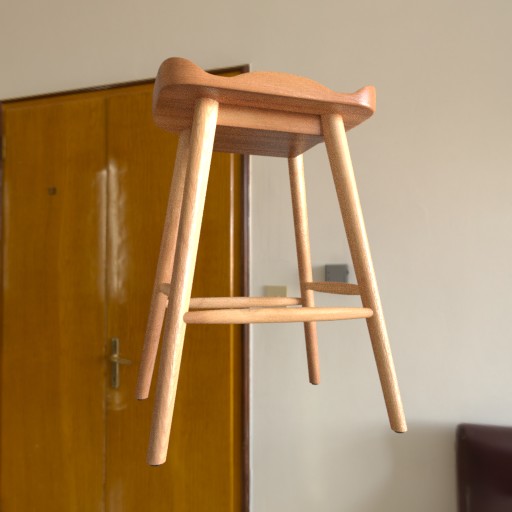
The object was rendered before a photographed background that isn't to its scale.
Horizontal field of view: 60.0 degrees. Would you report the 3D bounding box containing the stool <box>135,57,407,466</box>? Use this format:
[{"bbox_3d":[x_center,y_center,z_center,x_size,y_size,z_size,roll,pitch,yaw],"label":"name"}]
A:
[{"bbox_3d":[0.000,0.000,0.872,0.440,0.615,0.361,1,-2,-18],"label":"stool"}]
